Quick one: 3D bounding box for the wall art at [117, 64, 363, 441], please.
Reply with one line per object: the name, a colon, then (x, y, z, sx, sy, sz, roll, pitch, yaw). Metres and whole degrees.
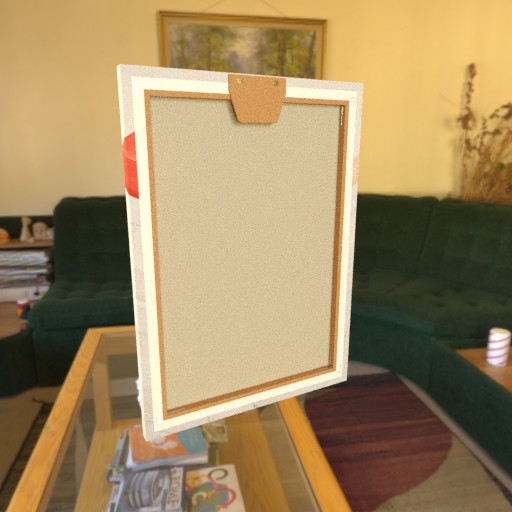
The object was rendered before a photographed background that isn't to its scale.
wall art: (0.000, 0.000, 1.114, 0.613, 0.848, 0.036, -7, 16, -27)
